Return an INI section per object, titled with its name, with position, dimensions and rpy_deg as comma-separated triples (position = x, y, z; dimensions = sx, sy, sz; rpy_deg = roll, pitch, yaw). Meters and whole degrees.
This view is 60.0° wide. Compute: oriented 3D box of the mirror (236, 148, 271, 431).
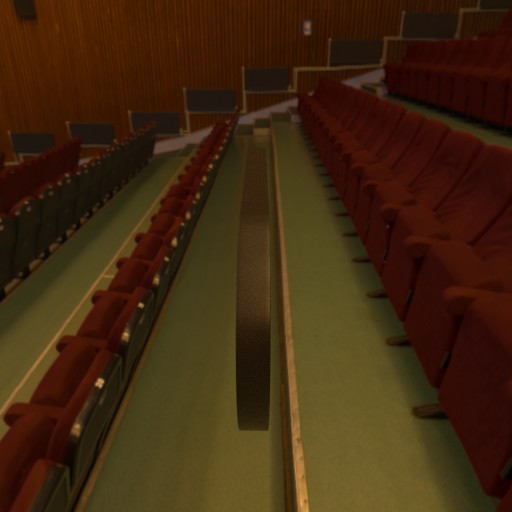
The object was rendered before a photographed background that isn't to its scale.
[mirror]
position = 0.000, 0.000, 0.674
dimensions = 0.032, 0.254, 0.584
rpy_deg = 0, 25, 0
